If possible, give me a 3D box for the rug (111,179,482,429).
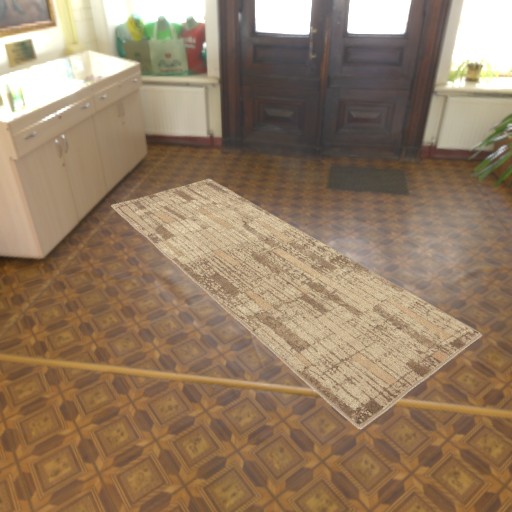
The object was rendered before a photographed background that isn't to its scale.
[{"bbox_3d":[0.000,0.000,2.648,0.857,0.018,2.383,-22,38,-31],"label":"rug"}]
